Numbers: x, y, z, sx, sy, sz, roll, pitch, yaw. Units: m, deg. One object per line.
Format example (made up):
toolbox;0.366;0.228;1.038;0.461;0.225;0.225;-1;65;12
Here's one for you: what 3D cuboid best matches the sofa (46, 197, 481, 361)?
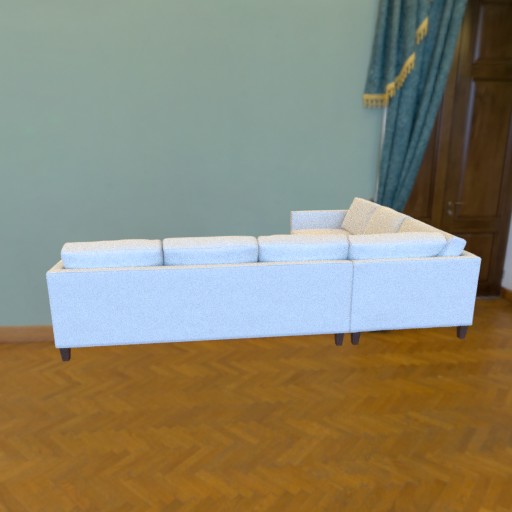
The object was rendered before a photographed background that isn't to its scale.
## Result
sofa;0.000;0.000;4.394;3.182;0.863;2.432;-2;15;-7
